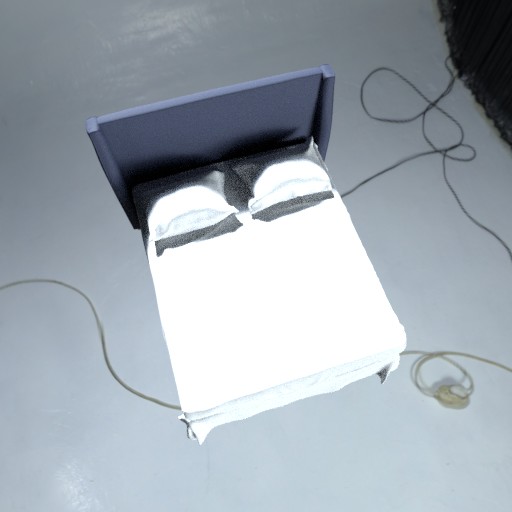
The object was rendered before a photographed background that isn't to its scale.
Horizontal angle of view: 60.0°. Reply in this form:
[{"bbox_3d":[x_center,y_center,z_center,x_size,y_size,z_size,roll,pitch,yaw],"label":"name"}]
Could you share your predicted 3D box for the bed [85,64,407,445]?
[{"bbox_3d":[0.000,0.000,3.447,1.925,1.332,2.276,-16,65,-7],"label":"bed"}]
